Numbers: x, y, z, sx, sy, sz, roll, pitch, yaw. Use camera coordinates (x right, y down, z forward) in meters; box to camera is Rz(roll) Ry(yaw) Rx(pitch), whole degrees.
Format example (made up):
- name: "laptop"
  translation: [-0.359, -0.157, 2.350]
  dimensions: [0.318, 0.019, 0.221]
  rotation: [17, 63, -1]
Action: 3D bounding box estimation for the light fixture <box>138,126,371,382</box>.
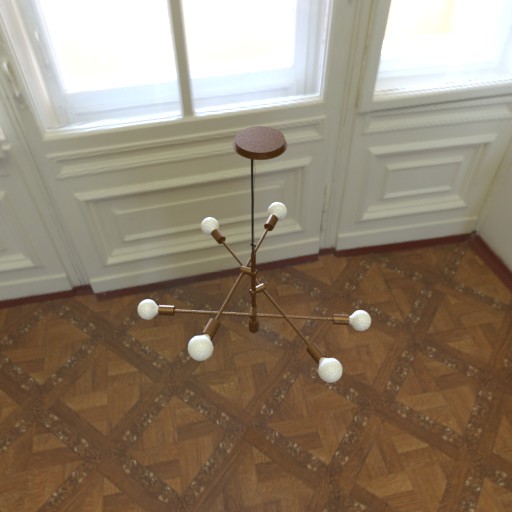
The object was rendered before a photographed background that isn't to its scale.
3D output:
- name: "light fixture"
  translation: [0.000, 0.000, 1.251]
  dimensions: [0.682, 0.744, 0.637]
  rotation: [24, 51, 22]
